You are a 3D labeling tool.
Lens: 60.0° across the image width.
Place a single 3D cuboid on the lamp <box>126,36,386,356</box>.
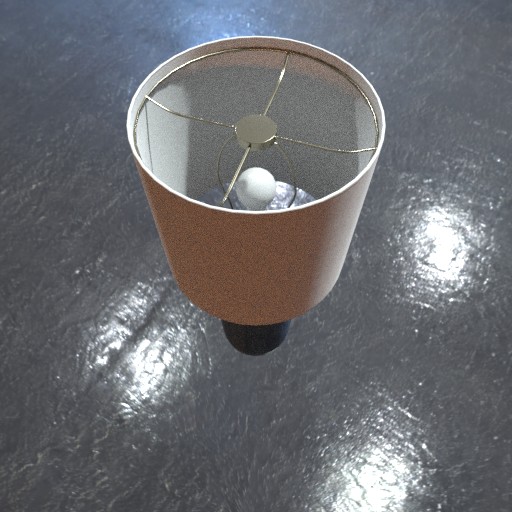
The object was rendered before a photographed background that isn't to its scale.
[{"bbox_3d":[0.000,0.000,0.583,0.220,0.475,0.220,28,62,16],"label":"lamp"}]
